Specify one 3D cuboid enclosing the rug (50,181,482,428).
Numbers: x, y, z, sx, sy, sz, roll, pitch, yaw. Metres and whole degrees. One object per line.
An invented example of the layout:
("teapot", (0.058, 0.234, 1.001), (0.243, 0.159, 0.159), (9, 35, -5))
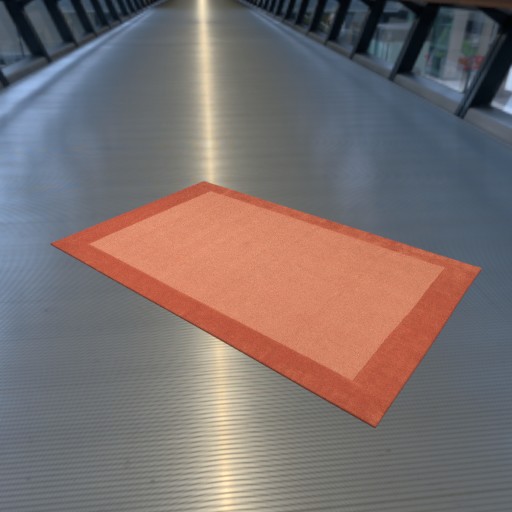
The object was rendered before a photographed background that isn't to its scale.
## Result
("rug", (0.000, 0.000, 2.939), (2.438, 0.014, 1.524), (22, 37, 32))
